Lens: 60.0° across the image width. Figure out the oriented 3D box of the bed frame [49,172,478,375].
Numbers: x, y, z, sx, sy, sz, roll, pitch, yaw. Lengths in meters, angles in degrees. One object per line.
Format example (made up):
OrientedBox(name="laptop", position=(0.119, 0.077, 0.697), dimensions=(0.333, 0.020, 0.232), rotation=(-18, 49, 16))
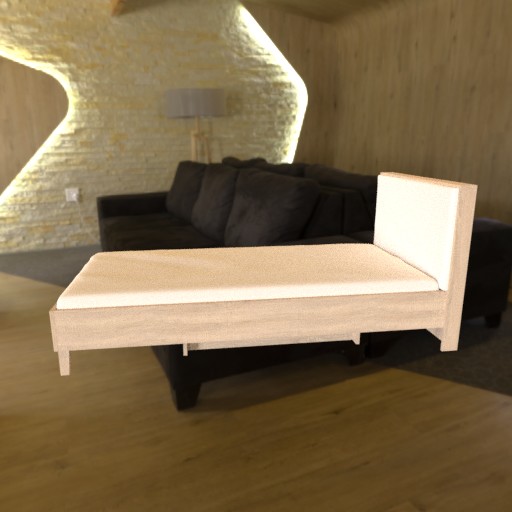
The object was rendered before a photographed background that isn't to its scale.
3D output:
OrientedBox(name="bed frame", position=(0.000, 0.000, 2.702), dimensions=(2.140, 0.920, 0.990), rotation=(-2, 15, -8))
